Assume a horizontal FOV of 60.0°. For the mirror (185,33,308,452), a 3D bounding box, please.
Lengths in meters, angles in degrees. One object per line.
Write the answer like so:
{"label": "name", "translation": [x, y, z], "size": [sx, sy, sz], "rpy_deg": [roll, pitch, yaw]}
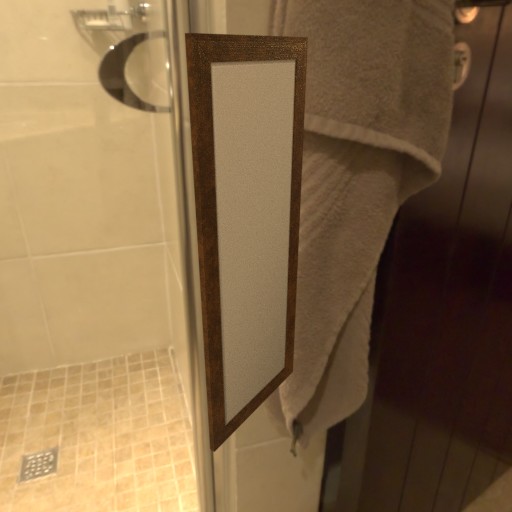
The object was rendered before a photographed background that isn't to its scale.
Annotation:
{"label": "mirror", "translation": [0.000, 0.000, 2.280], "size": [0.032, 2.031, 0.812], "rpy_deg": [17, 30, 32]}
